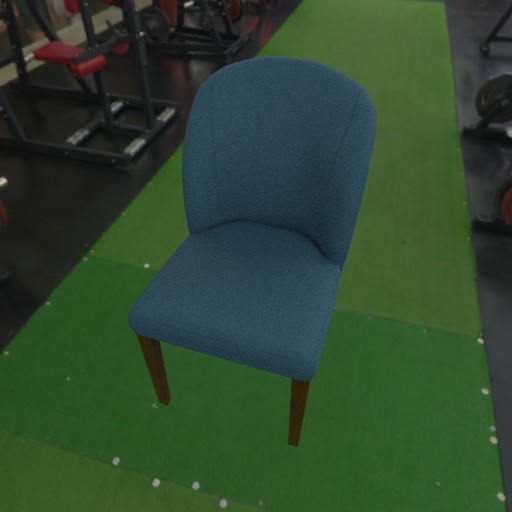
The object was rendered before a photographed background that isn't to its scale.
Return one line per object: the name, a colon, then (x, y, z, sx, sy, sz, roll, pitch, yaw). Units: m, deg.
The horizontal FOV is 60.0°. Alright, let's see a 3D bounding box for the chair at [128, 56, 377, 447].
chair: (0.000, 0.000, 1.241, 0.507, 0.879, 0.620, 13, 44, 13)
